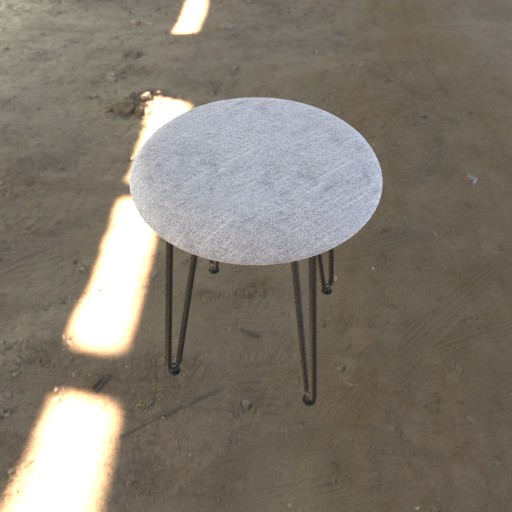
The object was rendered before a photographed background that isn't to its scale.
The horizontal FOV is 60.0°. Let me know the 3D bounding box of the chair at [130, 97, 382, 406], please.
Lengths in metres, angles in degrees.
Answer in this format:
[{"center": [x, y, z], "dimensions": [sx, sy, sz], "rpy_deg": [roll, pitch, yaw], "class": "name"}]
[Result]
[{"center": [0.000, 0.000, 0.669], "dimensions": [0.350, 0.386, 0.350], "rpy_deg": [-25, 52, -21], "class": "chair"}]
